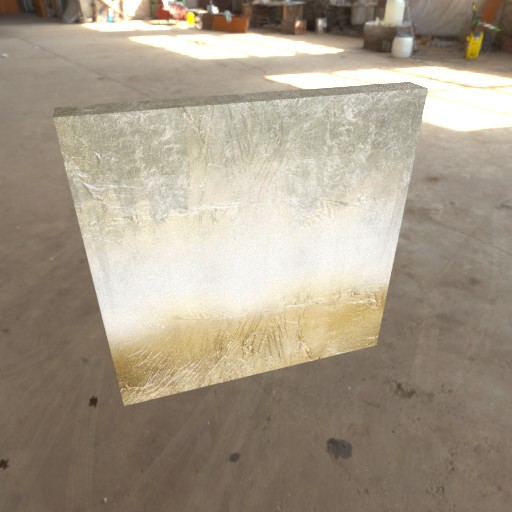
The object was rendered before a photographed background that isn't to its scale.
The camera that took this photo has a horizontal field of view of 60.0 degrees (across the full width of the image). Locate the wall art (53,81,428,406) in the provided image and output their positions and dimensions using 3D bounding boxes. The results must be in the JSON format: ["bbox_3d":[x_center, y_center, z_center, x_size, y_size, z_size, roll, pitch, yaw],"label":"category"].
[{"bbox_3d":[0.000,0.000,0.586,0.405,0.407,0.038,-10,34,-15],"label":"wall art"}]
